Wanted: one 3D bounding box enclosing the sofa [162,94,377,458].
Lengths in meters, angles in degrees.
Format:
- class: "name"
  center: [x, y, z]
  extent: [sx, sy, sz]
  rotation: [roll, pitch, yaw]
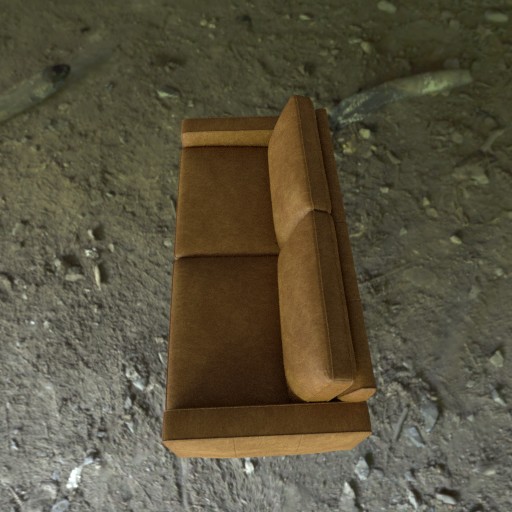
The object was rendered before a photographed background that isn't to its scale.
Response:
- class: "sofa"
  center: [0.000, 0.000, 2.667]
  extent: [0.991, 0.928, 2.156]
  rotation: [-2, 59, -1]
